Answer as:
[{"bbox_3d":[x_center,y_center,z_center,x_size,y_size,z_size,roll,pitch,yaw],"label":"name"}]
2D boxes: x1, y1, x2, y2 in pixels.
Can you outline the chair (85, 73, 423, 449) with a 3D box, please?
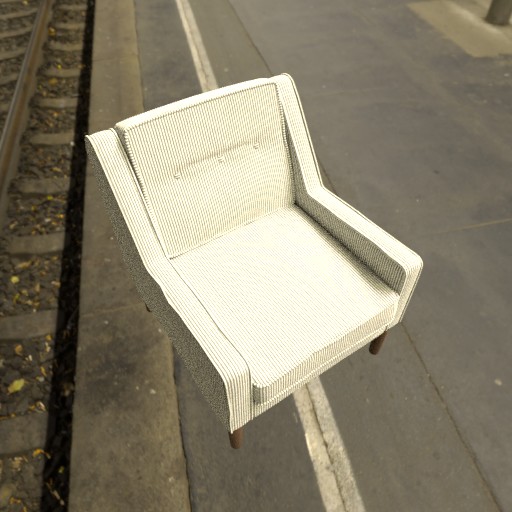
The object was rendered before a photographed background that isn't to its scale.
[{"bbox_3d":[0.000,0.000,1.354,0.663,0.792,0.743,-26,53,-22],"label":"chair"}]
